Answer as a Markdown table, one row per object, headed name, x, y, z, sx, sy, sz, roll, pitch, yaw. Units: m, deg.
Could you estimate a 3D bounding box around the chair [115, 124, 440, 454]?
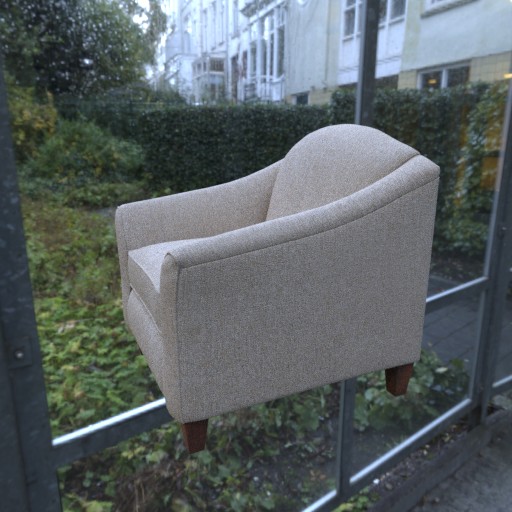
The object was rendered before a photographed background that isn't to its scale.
| name | x | y | z | sx | sy | sz | roll | pitch | yaw |
| --- | --- | --- | --- | --- | --- | --- | --- | --- | --- |
| chair | 0.000 | 0.000 | 1.457 | 0.787 | 0.839 | 0.763 | -7 | 17 | -25 |
